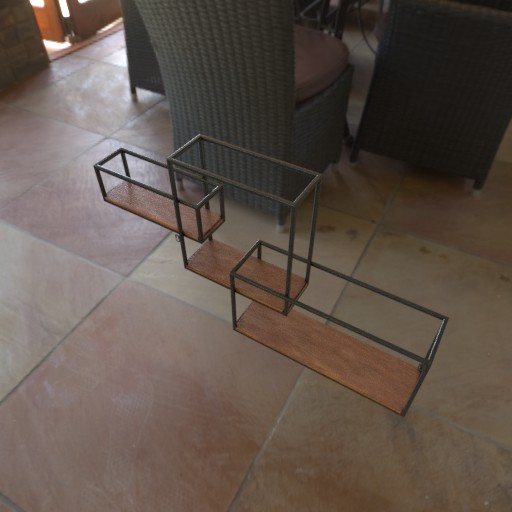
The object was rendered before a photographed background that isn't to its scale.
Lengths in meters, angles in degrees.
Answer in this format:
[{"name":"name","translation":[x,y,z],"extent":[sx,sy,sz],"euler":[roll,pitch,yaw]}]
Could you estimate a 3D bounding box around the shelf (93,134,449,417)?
[{"name":"shelf","translation":[0.000,0.000,2.131],"extent":[1.781,0.972,0.275],"euler":[23,50,22]}]
